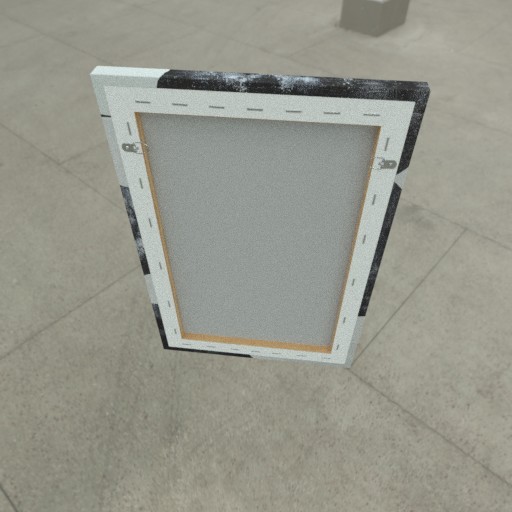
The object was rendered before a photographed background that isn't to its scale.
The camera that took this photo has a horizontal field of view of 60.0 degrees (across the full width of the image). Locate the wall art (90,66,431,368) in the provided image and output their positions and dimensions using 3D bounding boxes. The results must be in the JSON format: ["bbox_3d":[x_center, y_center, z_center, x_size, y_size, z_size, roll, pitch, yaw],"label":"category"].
[{"bbox_3d":[0.000,0.000,1.125,0.610,0.915,0.041,5,46,5],"label":"wall art"}]
